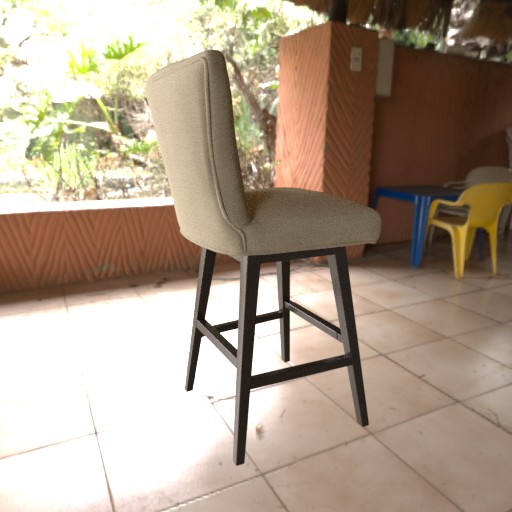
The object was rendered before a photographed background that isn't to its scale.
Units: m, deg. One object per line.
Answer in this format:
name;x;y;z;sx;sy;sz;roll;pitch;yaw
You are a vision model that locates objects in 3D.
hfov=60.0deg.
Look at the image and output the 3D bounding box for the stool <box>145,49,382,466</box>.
stool;0.000;0.000;1.394;0.574;1.086;0.514;-7;16;-27
